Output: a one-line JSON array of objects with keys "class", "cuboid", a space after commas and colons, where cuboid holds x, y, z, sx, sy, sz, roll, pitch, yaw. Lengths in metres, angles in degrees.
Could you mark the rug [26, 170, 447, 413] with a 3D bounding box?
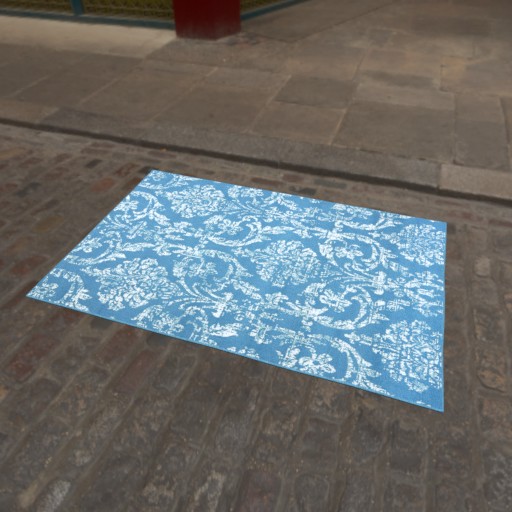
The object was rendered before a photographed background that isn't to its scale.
[{"class": "rug", "cuboid": [0.000, 0.000, 2.253, 1.833, 0.012, 1.211, 12, 42, 14]}]
